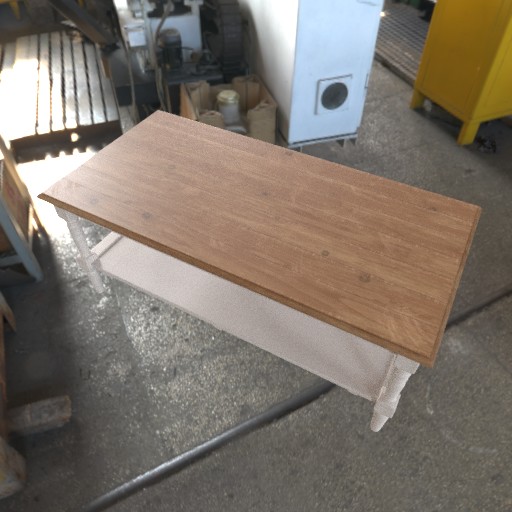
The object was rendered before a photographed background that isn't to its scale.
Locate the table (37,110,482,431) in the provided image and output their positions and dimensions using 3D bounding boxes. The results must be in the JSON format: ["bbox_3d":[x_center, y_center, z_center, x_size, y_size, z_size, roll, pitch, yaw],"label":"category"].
[{"bbox_3d":[0.000,0.000,1.398,1.118,0.458,0.559,22,50,20],"label":"table"}]
